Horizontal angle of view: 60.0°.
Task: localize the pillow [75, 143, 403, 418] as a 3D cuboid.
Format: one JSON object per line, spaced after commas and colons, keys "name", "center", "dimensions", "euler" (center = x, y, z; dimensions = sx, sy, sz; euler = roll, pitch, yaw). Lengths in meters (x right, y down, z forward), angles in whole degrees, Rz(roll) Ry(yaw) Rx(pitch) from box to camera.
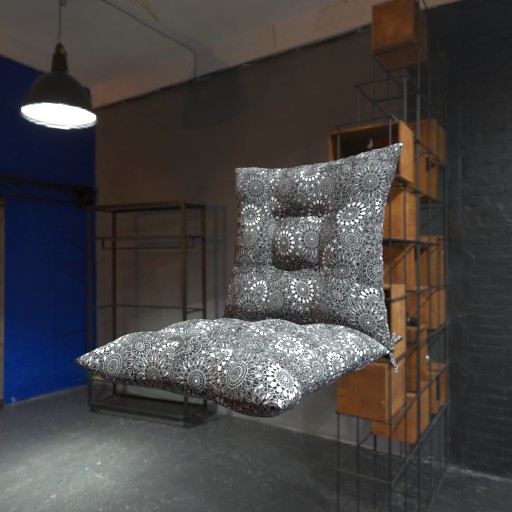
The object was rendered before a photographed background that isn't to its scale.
{"name": "pillow", "center": [0.000, 0.000, 0.994], "dimensions": [0.541, 0.536, 0.585], "euler": [0, 0, 36]}
